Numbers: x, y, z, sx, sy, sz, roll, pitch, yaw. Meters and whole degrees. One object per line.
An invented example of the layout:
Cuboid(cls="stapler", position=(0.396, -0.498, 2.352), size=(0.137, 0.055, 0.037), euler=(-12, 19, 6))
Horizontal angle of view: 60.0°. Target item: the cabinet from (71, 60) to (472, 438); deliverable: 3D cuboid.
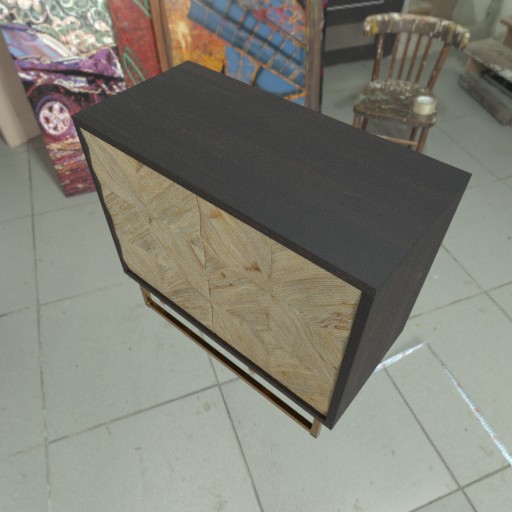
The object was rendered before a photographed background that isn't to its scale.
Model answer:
Cuboid(cls="cabinet", position=(0.000, 0.000, 1.447), size=(0.950, 0.860, 0.451), euler=(32, 55, 26))
